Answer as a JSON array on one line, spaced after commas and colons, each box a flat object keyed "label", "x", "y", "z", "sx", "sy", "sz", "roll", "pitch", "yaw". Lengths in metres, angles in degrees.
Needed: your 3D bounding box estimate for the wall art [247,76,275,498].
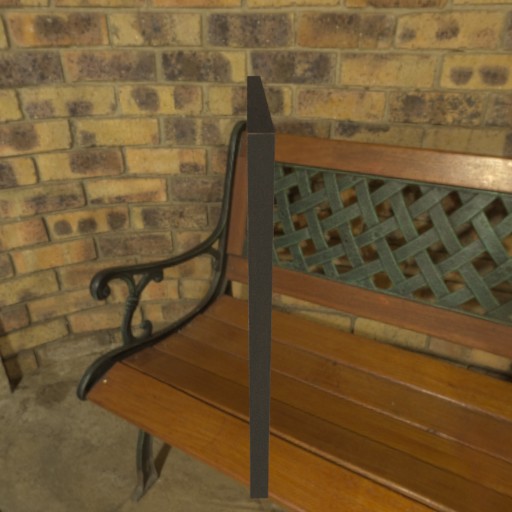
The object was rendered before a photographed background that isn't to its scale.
[{"label": "wall art", "x": 0.000, "y": 0.000, "z": 1.101, "sx": 0.038, "sy": 0.762, "sz": 0.762, "roll": 0, "pitch": 27, "yaw": -1}]
